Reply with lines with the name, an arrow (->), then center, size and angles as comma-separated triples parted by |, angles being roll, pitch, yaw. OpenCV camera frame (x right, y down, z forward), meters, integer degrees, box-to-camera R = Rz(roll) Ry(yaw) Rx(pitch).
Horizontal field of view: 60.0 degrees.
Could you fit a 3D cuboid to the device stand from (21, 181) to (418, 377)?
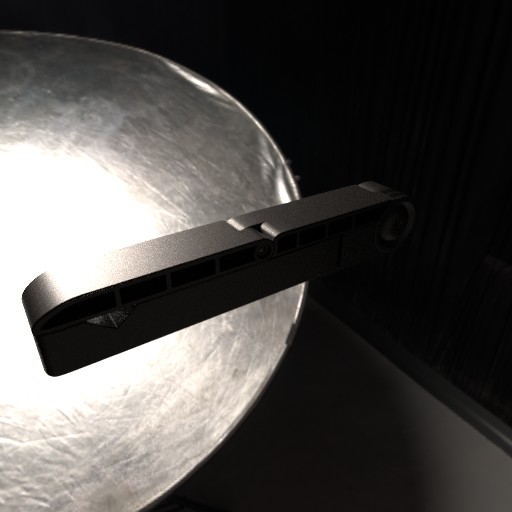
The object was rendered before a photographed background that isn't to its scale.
device stand -> 0.000, 0.000, 0.190 | 0.179, 0.030, 0.026 | -18, 35, -28
